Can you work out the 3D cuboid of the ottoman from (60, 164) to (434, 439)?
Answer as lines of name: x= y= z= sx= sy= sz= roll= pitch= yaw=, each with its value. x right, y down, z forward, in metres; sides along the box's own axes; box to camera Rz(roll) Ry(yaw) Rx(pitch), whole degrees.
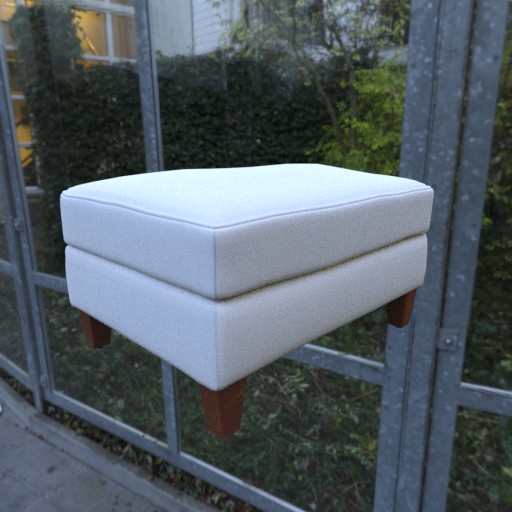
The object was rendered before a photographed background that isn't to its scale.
ottoman: x=0.000 y=0.000 z=1.212 sx=0.634 sy=0.479 sz=0.818 roll=15 pitch=21 yaw=43
